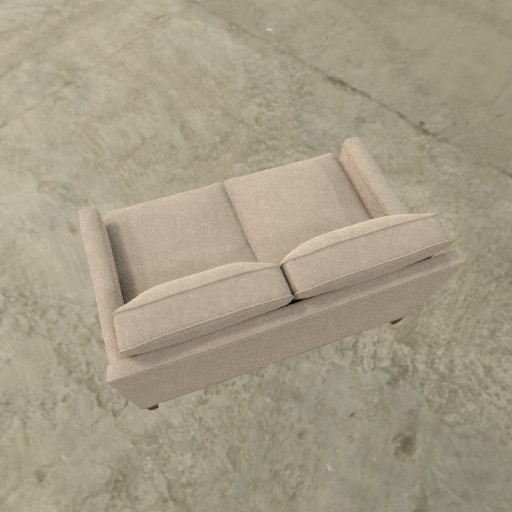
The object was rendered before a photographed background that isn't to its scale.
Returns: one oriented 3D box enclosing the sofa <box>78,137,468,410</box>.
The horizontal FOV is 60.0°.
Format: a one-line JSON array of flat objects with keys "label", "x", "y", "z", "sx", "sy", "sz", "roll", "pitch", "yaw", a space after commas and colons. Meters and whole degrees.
[{"label": "sofa", "x": 0.000, "y": 0.000, "z": 2.263, "sx": 1.597, "sy": 1.002, "sz": 1.084, "roll": -17, "pitch": 60, "yaw": -10}]
